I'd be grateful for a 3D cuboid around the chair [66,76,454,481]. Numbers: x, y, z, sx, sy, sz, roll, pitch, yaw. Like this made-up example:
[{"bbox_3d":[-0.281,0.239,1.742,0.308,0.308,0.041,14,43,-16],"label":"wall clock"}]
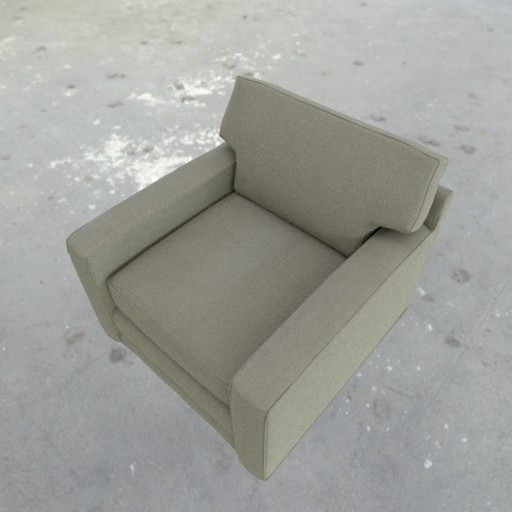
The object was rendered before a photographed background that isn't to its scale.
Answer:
[{"bbox_3d":[0.000,0.000,1.744,0.999,0.934,1.044,33,55,27],"label":"chair"}]
